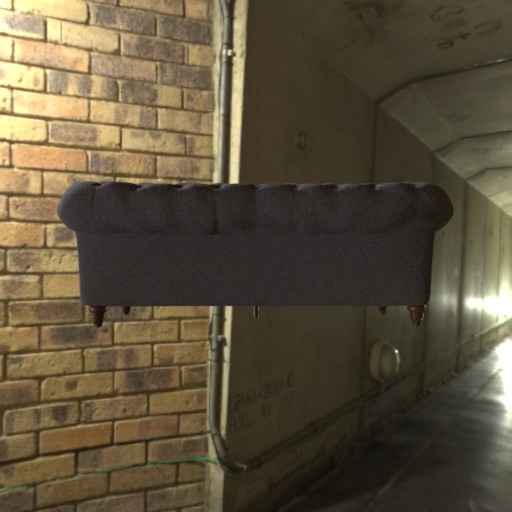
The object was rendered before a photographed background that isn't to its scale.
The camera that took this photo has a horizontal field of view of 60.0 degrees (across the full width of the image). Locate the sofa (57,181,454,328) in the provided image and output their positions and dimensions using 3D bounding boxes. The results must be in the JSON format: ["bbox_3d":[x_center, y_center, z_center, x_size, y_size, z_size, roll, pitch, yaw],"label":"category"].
[{"bbox_3d":[0.000,0.000,2.783,2.335,0.836,1.046,0,0,-1],"label":"sofa"}]
